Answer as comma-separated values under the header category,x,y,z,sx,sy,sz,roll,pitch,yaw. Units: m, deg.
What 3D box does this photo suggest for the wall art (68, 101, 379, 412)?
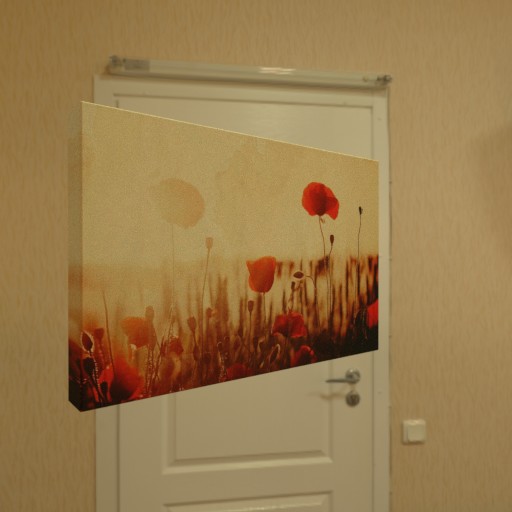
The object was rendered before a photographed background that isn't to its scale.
category,x,y,z,sx,sy,sz,roll,pitch,yaw
wall art,0.000,0.000,0.486,0.383,0.251,0.037,0,0,-37
